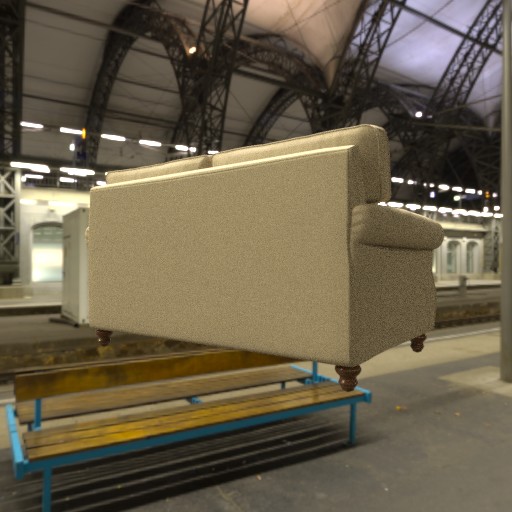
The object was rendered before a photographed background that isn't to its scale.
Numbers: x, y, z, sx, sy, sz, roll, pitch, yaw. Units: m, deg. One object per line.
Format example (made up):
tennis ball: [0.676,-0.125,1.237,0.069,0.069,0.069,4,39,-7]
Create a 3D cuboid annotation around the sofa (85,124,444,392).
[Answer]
sofa: [0.000,0.000,2.238,1.665,0.937,0.964,-1,-1,36]
